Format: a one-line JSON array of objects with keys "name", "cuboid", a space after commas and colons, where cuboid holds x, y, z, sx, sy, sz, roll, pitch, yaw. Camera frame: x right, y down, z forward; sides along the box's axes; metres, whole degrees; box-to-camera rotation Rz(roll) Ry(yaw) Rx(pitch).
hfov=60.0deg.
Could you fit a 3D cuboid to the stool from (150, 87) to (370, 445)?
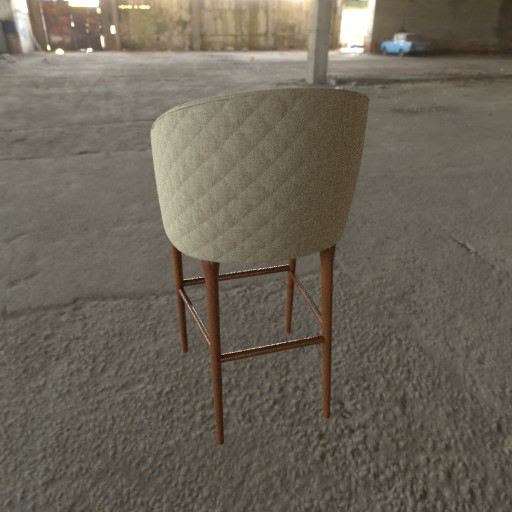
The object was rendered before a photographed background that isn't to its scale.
[{"name": "stool", "cuboid": [0.000, 0.000, 1.428, 0.559, 1.078, 0.607, -8, 28, -15]}]
